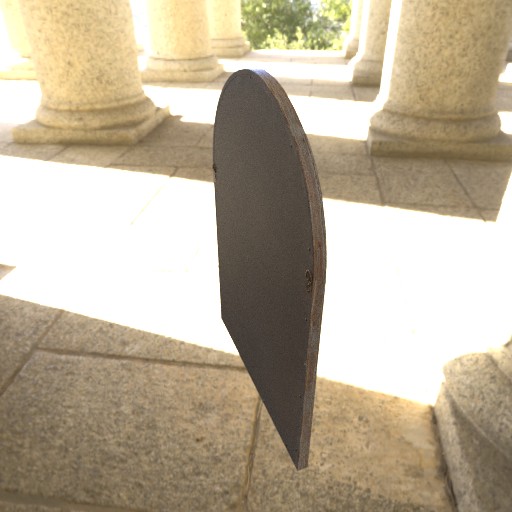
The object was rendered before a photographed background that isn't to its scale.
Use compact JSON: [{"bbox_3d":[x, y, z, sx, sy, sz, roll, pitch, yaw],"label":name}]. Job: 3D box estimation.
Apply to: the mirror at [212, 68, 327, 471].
[{"bbox_3d":[0.000,0.000,1.172,0.032,0.920,0.660,-11,33,-18],"label":"mirror"}]
